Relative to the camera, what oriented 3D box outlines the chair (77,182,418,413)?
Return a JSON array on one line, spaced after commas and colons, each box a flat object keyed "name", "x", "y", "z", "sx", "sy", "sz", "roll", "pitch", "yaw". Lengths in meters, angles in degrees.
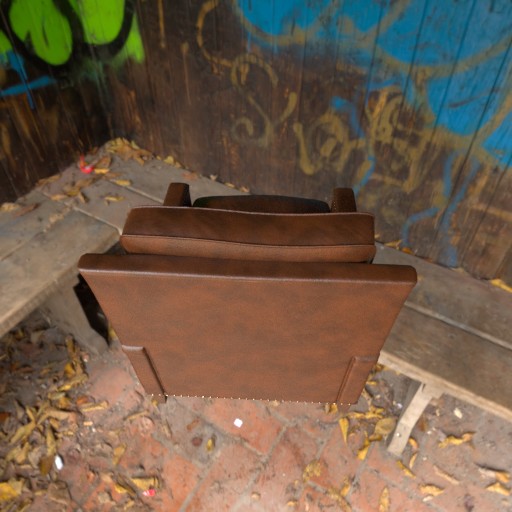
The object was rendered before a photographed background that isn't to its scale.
[{"name": "chair", "x": 0.000, "y": 0.000, "z": 1.767, "sx": 0.854, "sy": 1.054, "sz": 1.035, "roll": 2, "pitch": 45, "yaw": 2}]
